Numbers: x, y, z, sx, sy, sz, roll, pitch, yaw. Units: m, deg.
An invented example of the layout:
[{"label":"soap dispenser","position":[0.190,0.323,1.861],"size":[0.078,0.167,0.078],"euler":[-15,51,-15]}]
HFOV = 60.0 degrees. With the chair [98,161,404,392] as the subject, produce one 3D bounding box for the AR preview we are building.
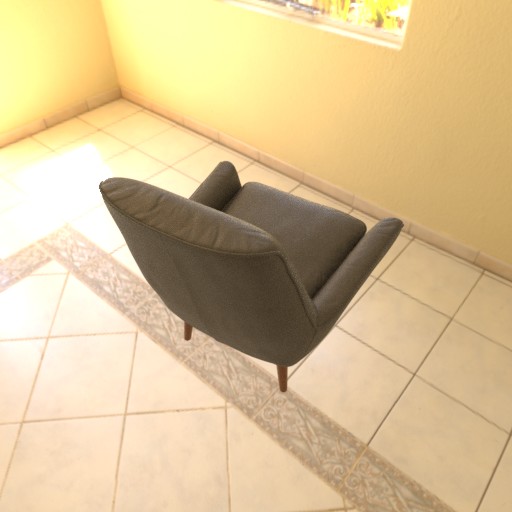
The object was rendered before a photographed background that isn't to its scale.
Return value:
[{"label":"chair","position":[0.000,0.000,1.523],"size":[0.787,0.888,0.822],"euler":[23,49,21]}]
